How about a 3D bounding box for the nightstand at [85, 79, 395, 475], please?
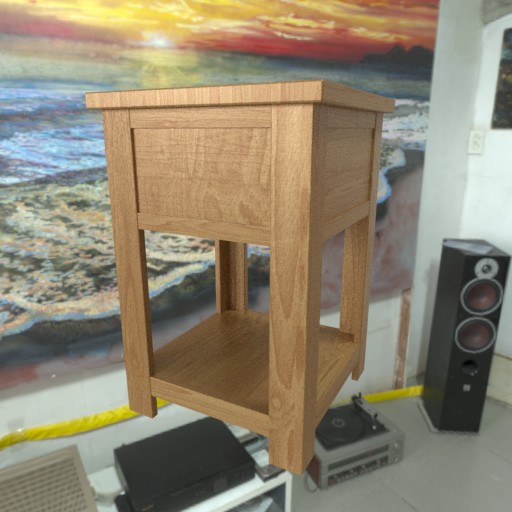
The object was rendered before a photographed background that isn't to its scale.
[{"bbox_3d":[0.000,0.000,0.904,0.418,0.614,0.428,8,18,27],"label":"nightstand"}]
